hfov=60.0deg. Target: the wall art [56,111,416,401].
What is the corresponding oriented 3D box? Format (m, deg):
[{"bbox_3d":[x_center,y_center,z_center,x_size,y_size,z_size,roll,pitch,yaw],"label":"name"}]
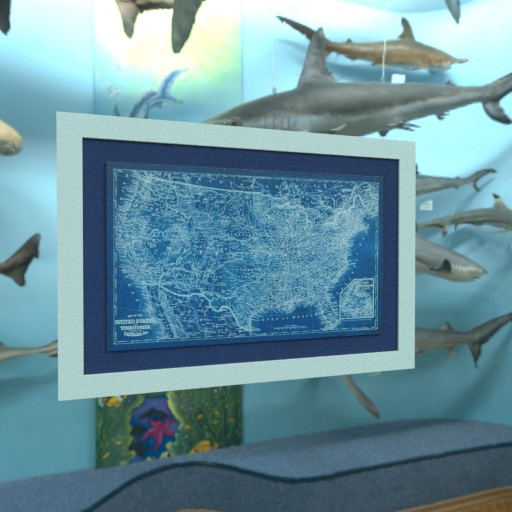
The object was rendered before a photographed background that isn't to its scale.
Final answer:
[{"bbox_3d":[0.000,0.000,1.594,1.308,0.902,0.051,0,1,-17],"label":"wall art"}]
